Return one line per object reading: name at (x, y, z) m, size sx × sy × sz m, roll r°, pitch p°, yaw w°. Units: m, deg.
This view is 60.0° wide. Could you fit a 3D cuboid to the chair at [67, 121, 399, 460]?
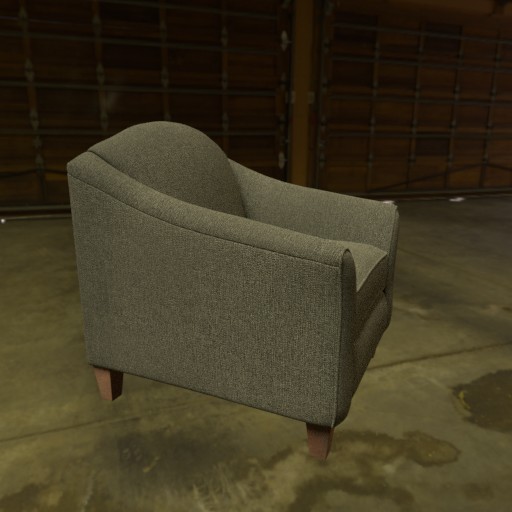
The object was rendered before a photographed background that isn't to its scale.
chair at (0.000, 0.000, 1.422) m, size 0.787 × 0.839 × 0.763 m, roll 7°, pitch 16°, yaw 25°
